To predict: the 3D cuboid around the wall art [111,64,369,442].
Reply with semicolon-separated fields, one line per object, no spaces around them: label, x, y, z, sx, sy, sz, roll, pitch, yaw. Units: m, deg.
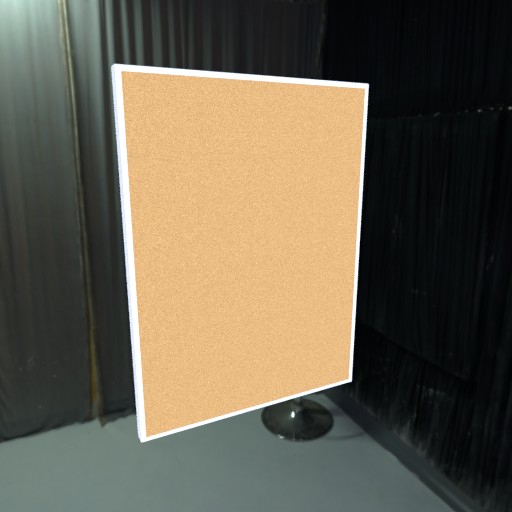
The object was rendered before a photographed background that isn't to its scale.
wall art;0.000;0.000;1.606;0.914;1.221;0.046;-7;16;-26
